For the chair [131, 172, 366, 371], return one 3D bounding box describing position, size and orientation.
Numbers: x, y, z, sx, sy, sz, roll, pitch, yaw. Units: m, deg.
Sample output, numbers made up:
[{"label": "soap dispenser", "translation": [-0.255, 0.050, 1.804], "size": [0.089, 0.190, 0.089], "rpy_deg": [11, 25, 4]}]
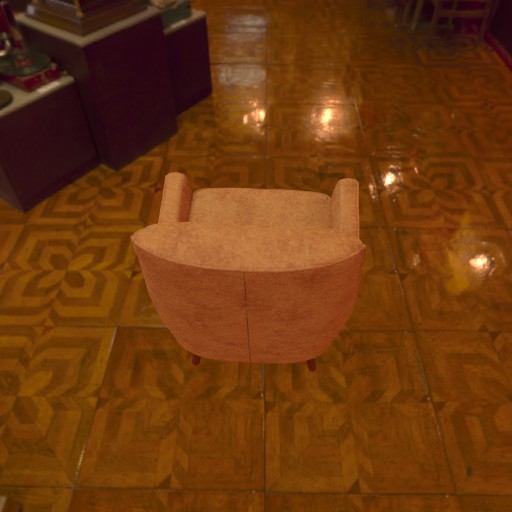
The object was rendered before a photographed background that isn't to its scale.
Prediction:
[{"label": "chair", "translation": [0.000, 0.000, 1.478], "size": [0.753, 0.883, 0.851], "rpy_deg": [2, 48, 2]}]
